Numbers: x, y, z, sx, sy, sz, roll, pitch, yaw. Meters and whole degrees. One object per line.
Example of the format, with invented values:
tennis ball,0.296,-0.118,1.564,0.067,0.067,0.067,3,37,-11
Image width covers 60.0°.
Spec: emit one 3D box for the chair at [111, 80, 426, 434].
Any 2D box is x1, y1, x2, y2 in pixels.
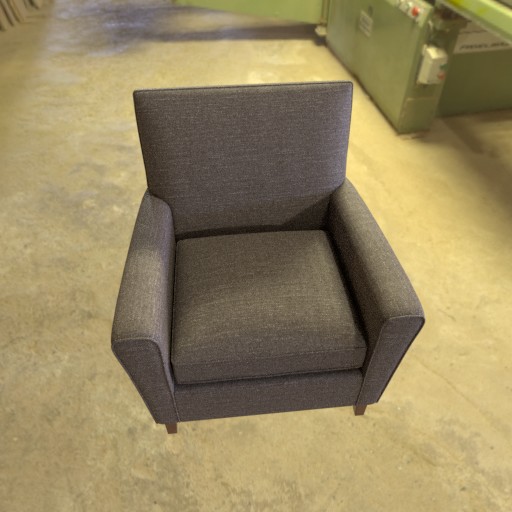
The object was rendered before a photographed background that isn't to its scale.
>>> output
chair,0.000,0.000,1.561,0.838,0.885,0.875,-4,45,-4
